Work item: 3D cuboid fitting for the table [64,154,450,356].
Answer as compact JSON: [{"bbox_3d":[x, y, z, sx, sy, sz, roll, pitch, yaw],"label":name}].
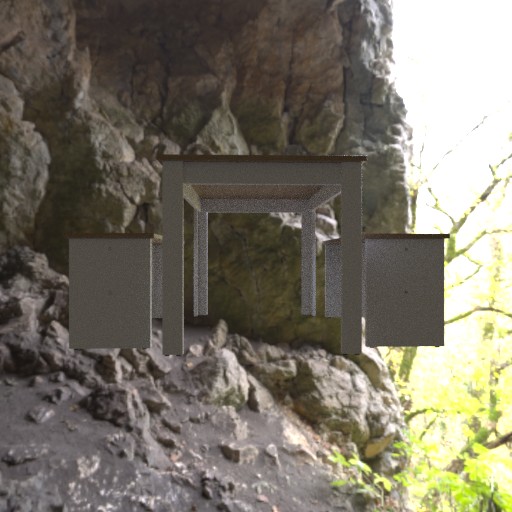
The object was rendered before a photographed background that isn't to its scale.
[{"bbox_3d":[0.000,0.000,2.085,1.443,0.700,1.100,0,0,-2],"label":"table"}]
